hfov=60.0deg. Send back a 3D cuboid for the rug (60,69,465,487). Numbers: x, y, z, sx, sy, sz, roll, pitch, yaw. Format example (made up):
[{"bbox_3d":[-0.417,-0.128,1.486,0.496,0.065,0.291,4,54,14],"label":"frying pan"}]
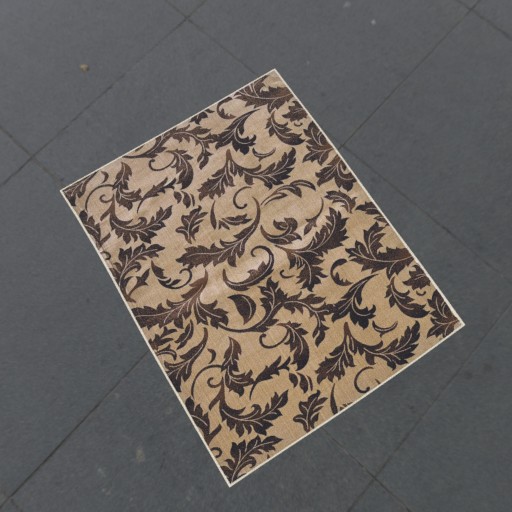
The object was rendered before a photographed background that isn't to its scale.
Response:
[{"bbox_3d":[0.000,0.000,3.925,2.380,0.008,2.977,-32,79,-7],"label":"rug"}]
